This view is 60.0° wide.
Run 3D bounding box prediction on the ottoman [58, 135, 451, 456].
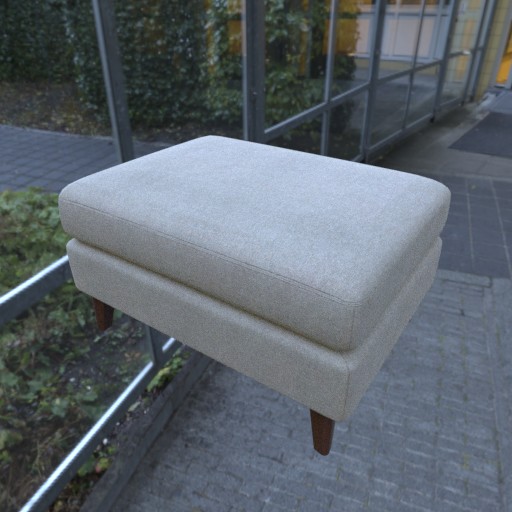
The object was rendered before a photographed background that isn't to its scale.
[{"bbox_3d":[0.000,0.000,1.200,0.823,0.478,0.610,19,35,29],"label":"ottoman"}]
